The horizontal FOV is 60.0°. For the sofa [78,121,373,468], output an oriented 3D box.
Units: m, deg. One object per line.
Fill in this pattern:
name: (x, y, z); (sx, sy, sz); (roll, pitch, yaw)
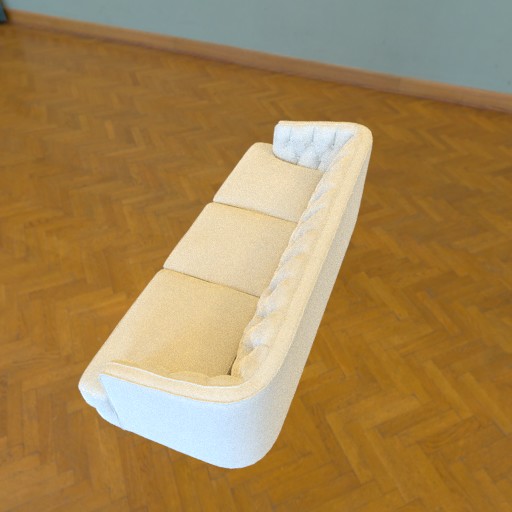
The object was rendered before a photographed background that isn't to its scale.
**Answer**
sofa: (0.000, 0.000, 2.680); (0.941, 0.855, 2.278); (16, 48, 15)
